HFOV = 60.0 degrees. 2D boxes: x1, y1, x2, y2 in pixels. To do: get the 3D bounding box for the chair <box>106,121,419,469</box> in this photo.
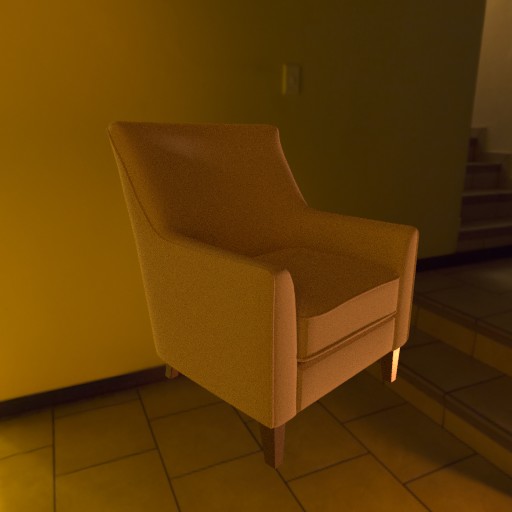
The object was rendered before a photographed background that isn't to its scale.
[{"bbox_3d":[0.000,0.000,1.577,0.756,0.916,0.879,-15,21,-42],"label":"chair"}]
